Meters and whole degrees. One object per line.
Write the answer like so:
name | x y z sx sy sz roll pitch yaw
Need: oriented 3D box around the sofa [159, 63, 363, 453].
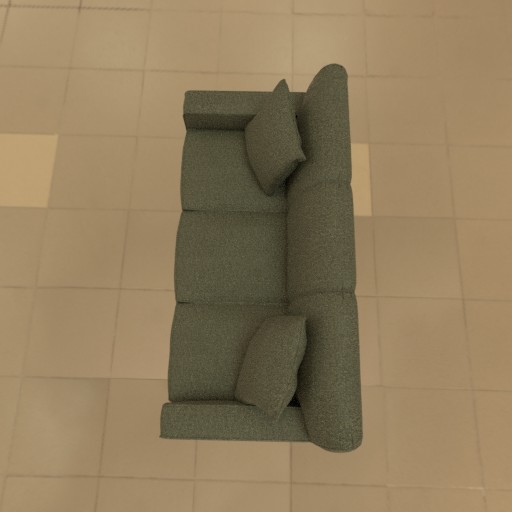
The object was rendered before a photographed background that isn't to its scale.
sofa | 0.000 0.000 2.612 0.997 0.958 2.024 1 74 0
